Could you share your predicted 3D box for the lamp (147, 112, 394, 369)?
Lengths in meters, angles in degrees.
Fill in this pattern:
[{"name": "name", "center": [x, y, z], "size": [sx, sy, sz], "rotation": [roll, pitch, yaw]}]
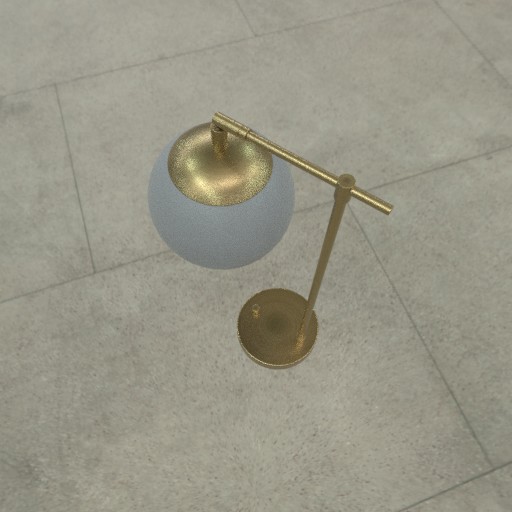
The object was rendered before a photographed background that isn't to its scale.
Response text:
[{"name": "lamp", "center": [0.000, 0.000, 0.717], "size": [0.324, 0.559, 0.207], "rotation": [32, 67, 15]}]
